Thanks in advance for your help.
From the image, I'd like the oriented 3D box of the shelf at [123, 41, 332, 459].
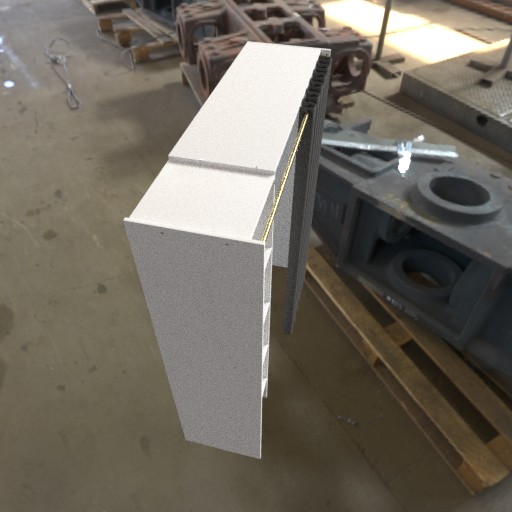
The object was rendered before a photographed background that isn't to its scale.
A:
[{"bbox_3d":[0.000,0.000,2.604,0.500,1.810,1.600,10,47,10],"label":"shelf"}]
